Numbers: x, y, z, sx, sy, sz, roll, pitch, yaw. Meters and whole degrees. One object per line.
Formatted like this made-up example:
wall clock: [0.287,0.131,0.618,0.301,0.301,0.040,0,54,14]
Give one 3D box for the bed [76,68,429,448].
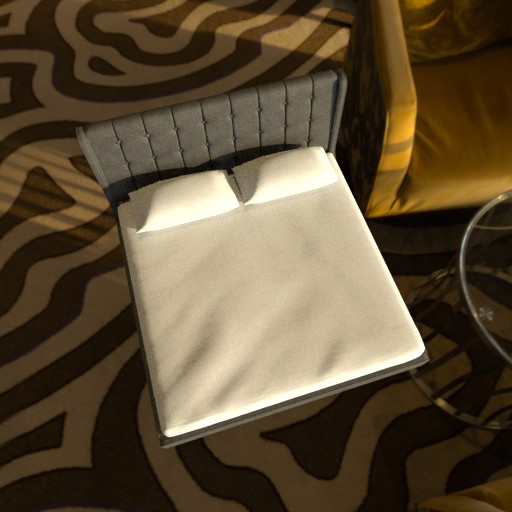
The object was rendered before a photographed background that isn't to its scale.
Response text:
bed: [0.000,0.000,2.546,1.531,0.933,1.638,-15,65,-7]
